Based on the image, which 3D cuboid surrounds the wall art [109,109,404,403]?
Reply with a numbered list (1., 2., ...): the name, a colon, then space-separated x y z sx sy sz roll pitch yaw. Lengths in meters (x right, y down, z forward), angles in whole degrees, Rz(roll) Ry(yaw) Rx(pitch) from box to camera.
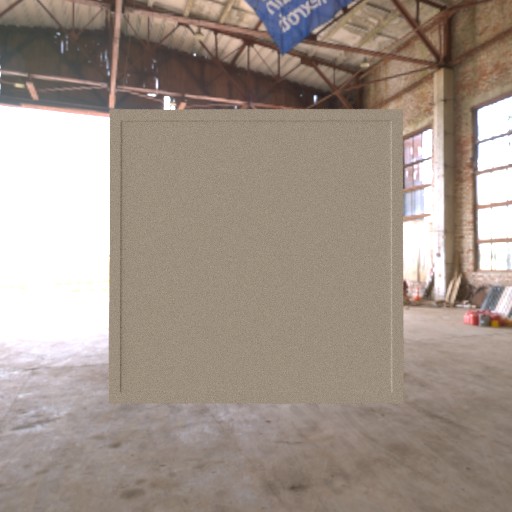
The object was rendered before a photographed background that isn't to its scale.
1. wall art: 0.000 0.000 1.002 0.660 0.660 0.015 0 0 0
